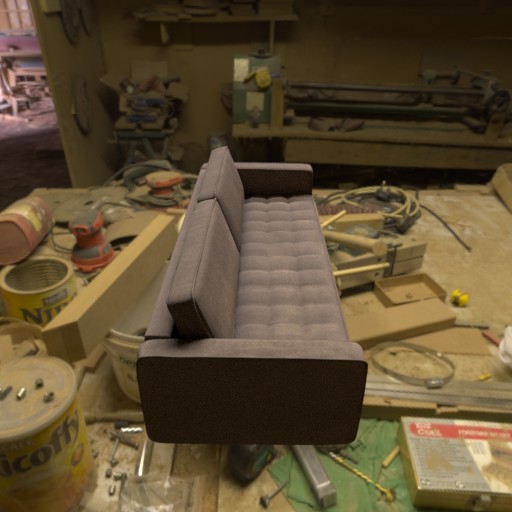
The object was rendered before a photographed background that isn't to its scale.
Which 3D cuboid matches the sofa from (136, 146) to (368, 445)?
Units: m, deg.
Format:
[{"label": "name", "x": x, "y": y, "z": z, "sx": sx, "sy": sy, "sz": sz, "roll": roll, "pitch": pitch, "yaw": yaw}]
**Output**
[{"label": "sofa", "x": 0.000, "y": 0.000, "z": 2.741, "sx": 0.923, "sy": 0.813, "sz": 2.295, "roll": 0, "pitch": 31, "yaw": 1}]
